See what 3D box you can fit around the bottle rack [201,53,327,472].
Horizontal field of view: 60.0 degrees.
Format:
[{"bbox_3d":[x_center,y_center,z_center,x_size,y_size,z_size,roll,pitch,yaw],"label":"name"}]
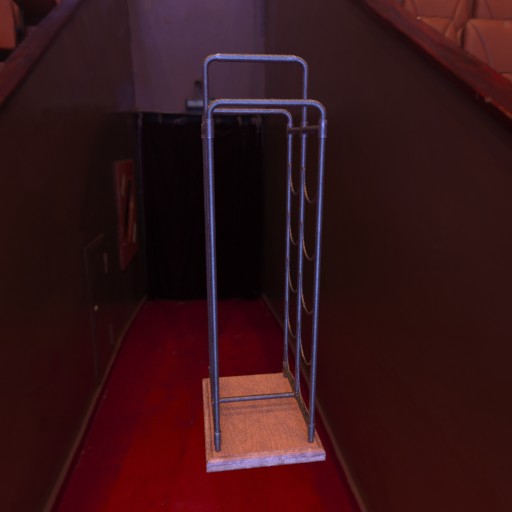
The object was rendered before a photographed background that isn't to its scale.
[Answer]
[{"bbox_3d":[0.000,0.000,0.809,0.208,0.680,0.276,-2,15,-8],"label":"bottle rack"}]
